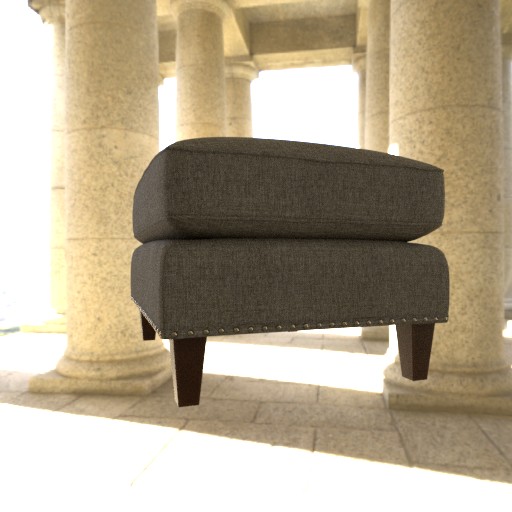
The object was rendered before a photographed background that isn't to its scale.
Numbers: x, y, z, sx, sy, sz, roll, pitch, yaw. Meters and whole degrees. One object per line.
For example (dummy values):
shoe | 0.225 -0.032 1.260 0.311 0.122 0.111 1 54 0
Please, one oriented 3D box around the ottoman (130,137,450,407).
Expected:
ottoman | 0.000 0.000 1.146 0.584 0.513 0.741 0 0 -19
